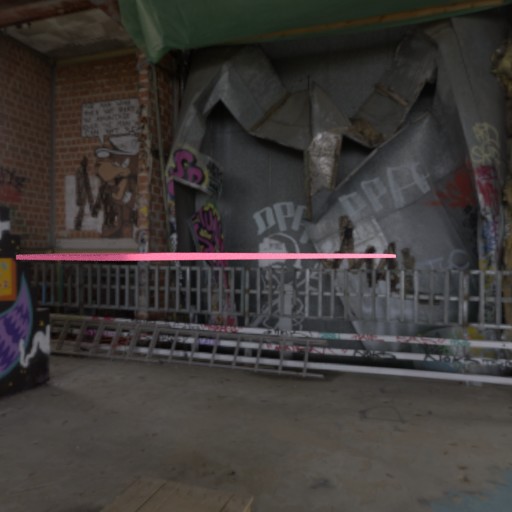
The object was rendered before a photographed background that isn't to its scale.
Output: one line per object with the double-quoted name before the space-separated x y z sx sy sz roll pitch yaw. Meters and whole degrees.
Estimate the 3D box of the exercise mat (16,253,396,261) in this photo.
"exercise mat" 0.000 0.000 2.024 0.616 0.021 1.884 0 0 39
